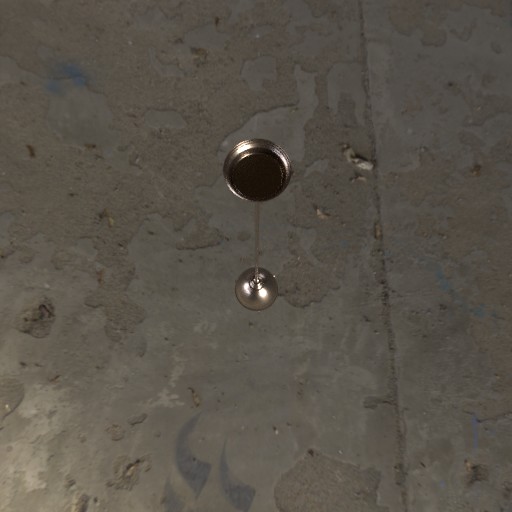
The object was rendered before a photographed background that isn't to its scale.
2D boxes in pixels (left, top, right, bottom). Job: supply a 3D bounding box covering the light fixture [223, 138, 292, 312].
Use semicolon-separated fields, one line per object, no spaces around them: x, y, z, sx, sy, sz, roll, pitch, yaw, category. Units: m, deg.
0.000;0.000;1.500;0.217;1.367;0.211;18;77;4;light fixture
